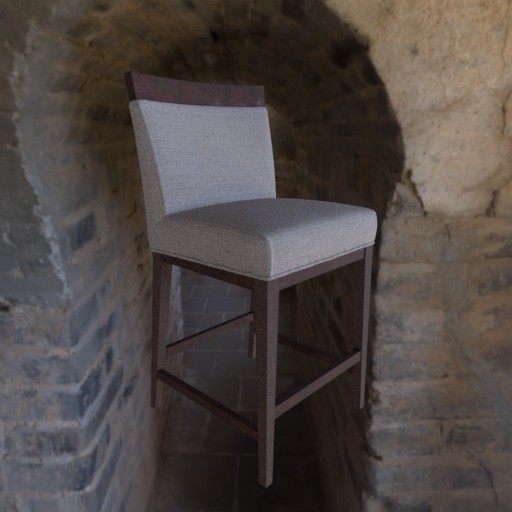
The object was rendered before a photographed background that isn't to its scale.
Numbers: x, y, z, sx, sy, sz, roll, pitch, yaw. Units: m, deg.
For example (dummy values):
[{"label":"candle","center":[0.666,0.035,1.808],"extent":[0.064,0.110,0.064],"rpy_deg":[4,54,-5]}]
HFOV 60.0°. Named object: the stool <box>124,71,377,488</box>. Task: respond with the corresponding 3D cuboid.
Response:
[{"label":"stool","center":[0.000,0.000,1.312],"extent":[0.531,1.009,0.512],"rpy_deg":[14,21,41]}]
